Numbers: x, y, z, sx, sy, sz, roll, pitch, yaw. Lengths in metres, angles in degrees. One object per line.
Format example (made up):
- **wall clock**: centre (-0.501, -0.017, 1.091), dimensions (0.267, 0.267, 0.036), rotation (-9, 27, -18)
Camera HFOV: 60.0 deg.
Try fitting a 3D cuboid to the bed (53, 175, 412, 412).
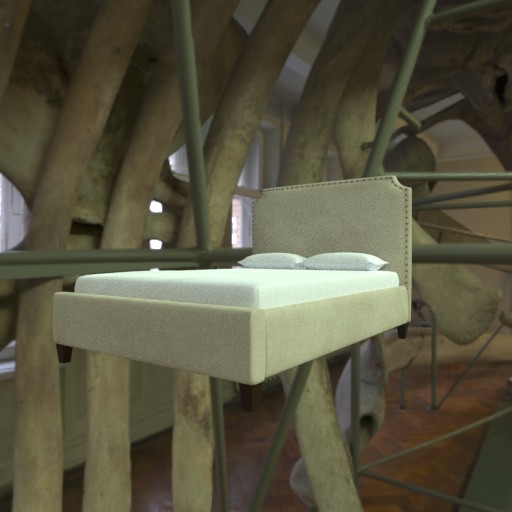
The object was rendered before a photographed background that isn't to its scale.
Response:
- **bed**: centre (0.000, 0.000, 3.450), dimensions (1.712, 1.443, 2.372), rotation (0, 0, 36)
